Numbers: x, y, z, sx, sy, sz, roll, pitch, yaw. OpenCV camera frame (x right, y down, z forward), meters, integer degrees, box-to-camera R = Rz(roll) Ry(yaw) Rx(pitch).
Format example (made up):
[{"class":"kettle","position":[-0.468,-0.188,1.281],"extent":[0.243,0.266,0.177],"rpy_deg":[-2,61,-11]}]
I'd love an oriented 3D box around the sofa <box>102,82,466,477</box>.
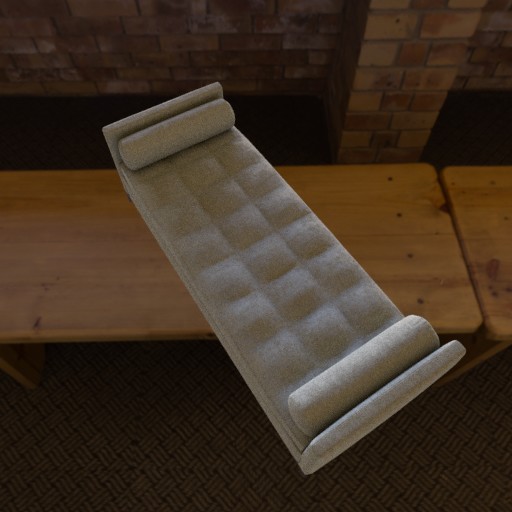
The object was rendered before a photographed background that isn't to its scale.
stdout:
[{"class":"sofa","position":[0.000,0.000,2.461],"extent":[0.797,0.657,2.102],"rpy_deg":[-29,62,-17]}]
